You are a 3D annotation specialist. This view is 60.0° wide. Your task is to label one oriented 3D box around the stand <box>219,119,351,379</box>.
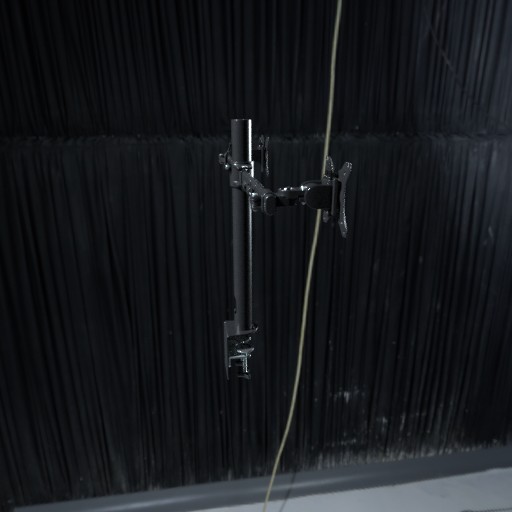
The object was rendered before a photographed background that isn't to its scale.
[{"bbox_3d":[0.000,0.000,1.025,0.150,0.603,0.743,-3,18,-8],"label":"stand"}]
